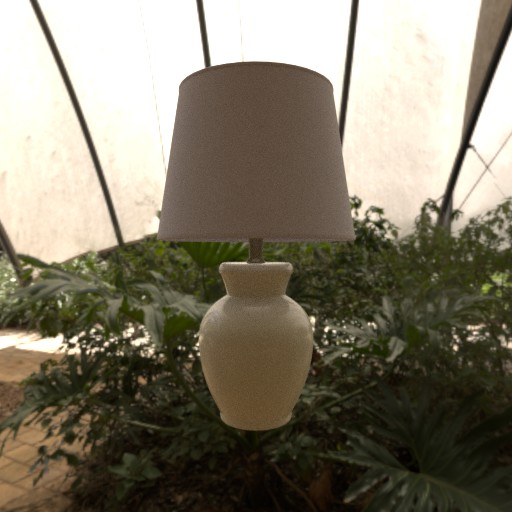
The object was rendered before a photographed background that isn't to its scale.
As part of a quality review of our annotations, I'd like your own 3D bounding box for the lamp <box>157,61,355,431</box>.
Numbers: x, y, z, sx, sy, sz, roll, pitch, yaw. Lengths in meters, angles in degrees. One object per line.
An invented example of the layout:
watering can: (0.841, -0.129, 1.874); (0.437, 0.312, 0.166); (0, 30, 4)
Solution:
lamp: (0.000, 0.000, 0.547); (0.239, 0.399, 0.239); (0, 1, 0)
